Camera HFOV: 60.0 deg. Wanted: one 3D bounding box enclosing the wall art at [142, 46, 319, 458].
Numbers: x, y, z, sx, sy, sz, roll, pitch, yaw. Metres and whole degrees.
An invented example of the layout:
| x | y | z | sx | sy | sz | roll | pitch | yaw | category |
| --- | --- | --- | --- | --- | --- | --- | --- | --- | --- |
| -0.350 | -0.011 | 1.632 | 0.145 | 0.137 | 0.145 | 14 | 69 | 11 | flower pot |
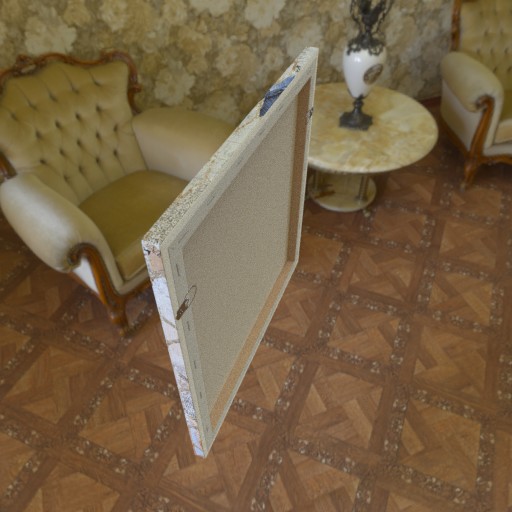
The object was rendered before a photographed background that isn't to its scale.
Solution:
| x | y | z | sx | sy | sz | roll | pitch | yaw | category |
| --- | --- | --- | --- | --- | --- | --- | --- | --- | --- |
| 0.000 | 0.000 | 1.340 | 0.039 | 0.914 | 0.912 | 16 | 47 | 15 | wall art |
